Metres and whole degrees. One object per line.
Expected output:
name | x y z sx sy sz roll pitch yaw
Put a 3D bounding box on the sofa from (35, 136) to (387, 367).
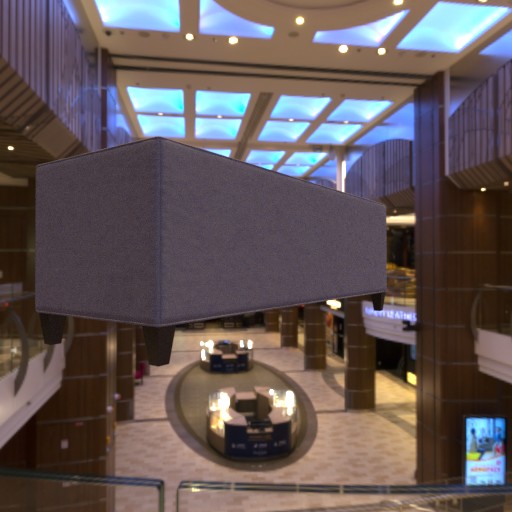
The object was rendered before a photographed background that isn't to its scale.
sofa | 0.000 0.000 2.532 0.775 0.762 2.159 -1 -1 36
